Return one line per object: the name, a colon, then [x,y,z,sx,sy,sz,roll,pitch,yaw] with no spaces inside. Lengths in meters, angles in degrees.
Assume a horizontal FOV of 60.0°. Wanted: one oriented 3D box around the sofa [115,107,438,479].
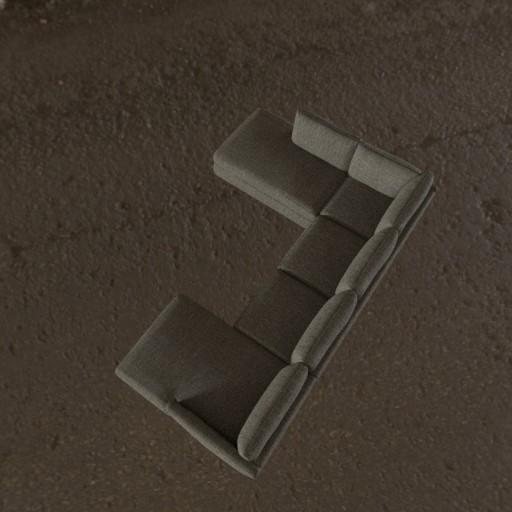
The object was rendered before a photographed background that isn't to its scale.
sofa: [0.000,0.000,3.623,1.879,0.756,2.737,32,68,15]
